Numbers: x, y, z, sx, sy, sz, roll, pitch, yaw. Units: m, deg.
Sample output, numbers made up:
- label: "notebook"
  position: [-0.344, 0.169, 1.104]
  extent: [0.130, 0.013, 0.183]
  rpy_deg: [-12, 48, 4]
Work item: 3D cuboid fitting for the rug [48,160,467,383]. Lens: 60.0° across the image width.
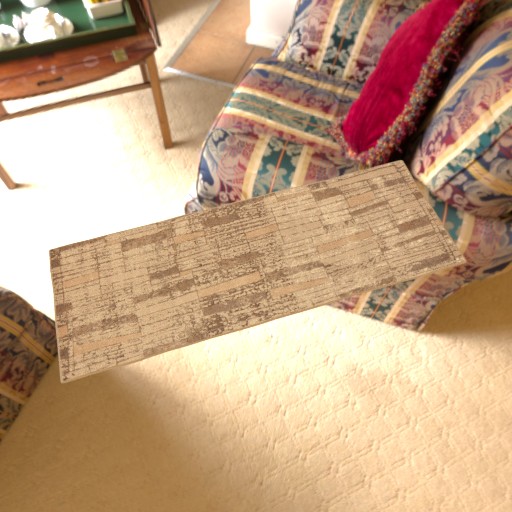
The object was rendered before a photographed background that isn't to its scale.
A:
- label: "rug"
  position: [0.000, 0.000, 2.669]
  extent: [2.383, 0.018, 0.857]
  rpy_deg: [-15, 61, -9]
